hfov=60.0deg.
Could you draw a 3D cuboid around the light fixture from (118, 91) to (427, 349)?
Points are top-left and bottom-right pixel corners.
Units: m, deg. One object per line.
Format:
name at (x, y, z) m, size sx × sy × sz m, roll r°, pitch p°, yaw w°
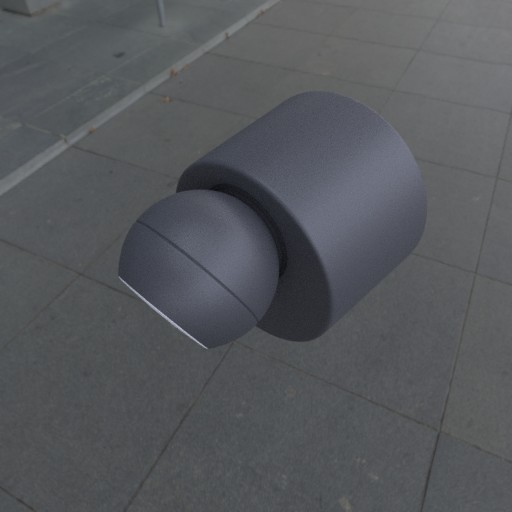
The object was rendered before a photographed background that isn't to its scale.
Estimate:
light fixture at (0.000, 0.000, 0.267) m, size 0.134 × 0.143 × 0.160 m, roll 33°, pitch 55°, yaw 27°
